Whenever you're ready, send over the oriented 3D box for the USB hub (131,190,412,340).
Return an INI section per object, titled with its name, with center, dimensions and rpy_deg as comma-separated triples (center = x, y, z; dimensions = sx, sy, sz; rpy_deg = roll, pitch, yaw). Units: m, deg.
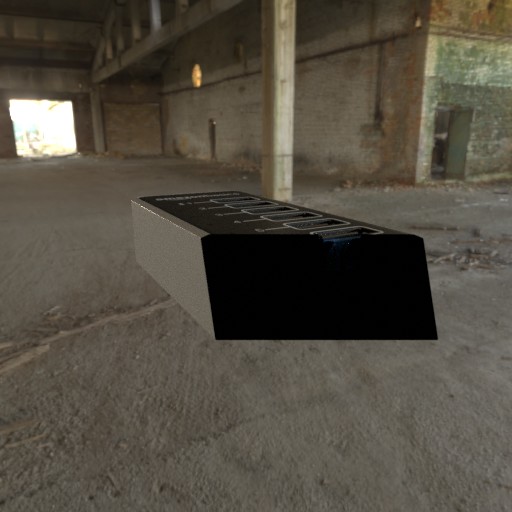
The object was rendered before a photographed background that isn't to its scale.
[USB hub]
center = 0.000, 0.000, 0.125
dimensions = 0.044, 0.023, 0.110
rpy_deg = -8, 18, -27
